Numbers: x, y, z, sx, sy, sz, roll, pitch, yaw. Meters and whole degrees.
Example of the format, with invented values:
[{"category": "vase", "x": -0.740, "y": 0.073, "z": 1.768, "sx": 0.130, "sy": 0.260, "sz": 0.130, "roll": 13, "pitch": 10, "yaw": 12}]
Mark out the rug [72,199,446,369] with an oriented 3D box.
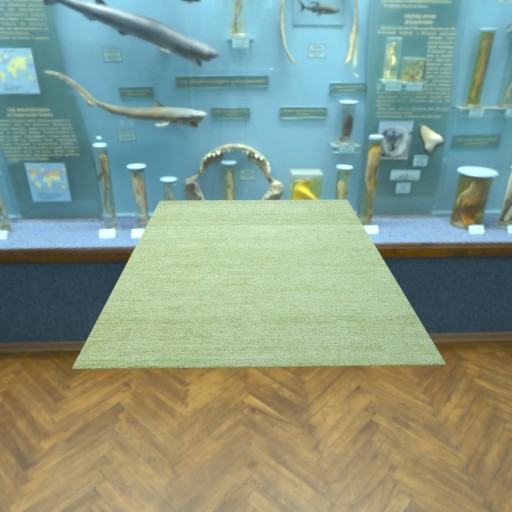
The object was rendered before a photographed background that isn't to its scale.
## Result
[{"category": "rug", "x": 0.000, "y": 0.000, "z": 4.300, "sx": 2.425, "sy": 0.016, "sz": 3.198, "roll": 0, "pitch": 27, "yaw": -1}]
